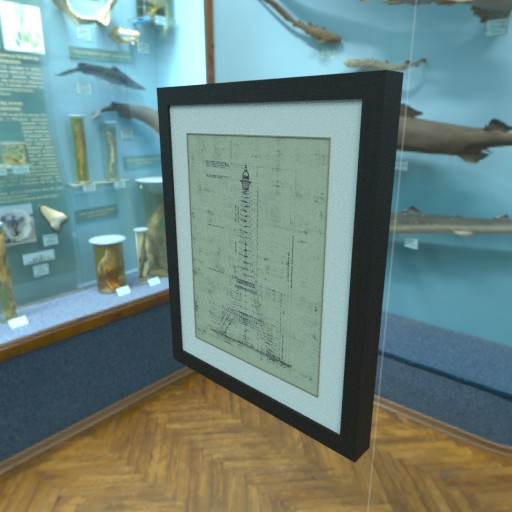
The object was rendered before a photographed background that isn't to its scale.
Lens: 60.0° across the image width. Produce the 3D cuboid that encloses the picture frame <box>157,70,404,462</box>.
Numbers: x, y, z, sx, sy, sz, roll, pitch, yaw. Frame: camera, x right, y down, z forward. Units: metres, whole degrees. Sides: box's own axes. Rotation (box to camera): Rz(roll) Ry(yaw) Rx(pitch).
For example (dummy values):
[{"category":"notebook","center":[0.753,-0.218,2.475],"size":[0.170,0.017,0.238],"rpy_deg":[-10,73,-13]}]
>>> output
[{"category":"picture frame","center":[0.000,0.000,0.756],"size":[0.452,0.555,0.044],"rpy_deg":[15,23,41]}]
